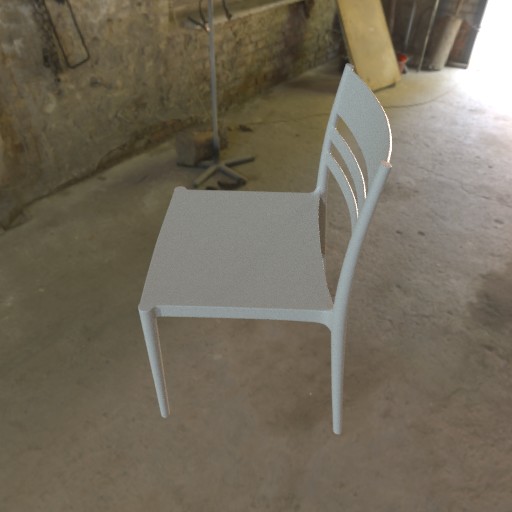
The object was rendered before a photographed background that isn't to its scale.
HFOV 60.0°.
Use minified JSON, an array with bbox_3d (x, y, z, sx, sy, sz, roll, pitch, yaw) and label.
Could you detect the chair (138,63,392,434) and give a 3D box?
[{"bbox_3d":[0.000,0.000,1.128,0.511,0.800,0.531,1,42,1],"label":"chair"}]
